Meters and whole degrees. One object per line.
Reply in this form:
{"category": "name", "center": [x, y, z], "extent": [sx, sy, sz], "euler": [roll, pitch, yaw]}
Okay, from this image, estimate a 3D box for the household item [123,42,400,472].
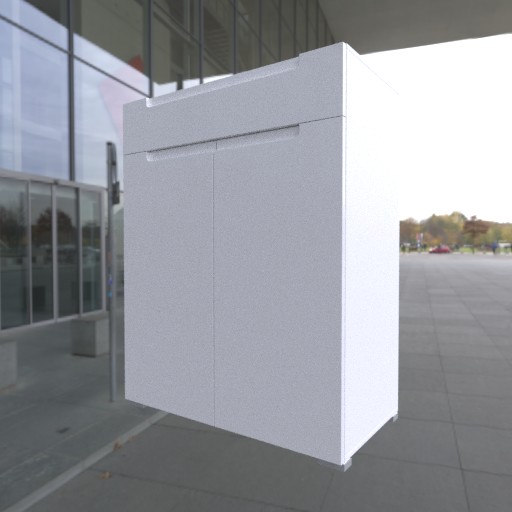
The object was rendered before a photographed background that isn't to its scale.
{"category": "household item", "center": [0.000, 0.000, 1.430], "extent": [0.790, 1.010, 0.420], "euler": [1, 2, 35]}
